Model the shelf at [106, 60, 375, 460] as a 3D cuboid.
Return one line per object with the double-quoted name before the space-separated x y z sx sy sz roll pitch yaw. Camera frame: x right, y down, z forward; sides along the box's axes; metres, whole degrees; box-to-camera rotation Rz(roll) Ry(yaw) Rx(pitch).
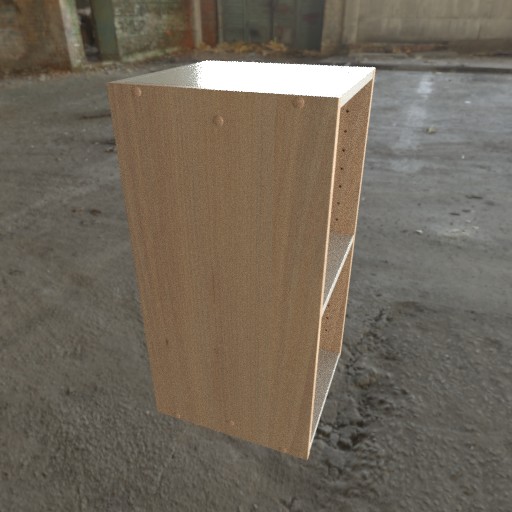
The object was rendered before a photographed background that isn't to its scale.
"shelf" 0.000 0.000 0.777 0.297 0.594 0.290 11 31 18
